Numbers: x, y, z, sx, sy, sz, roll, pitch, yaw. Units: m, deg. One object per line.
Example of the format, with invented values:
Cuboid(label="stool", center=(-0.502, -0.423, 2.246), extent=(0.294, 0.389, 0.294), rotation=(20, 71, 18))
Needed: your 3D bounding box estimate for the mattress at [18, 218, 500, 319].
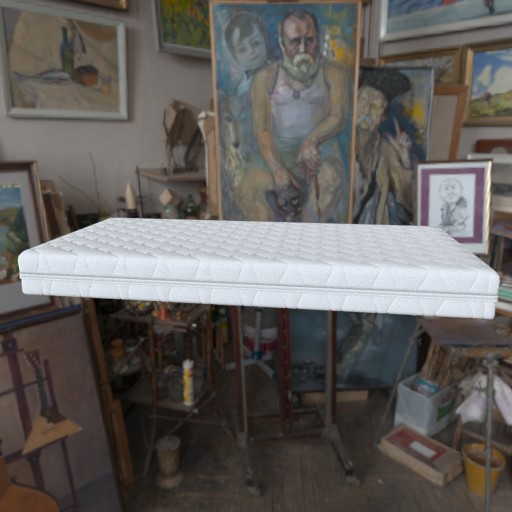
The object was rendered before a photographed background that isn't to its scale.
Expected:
Cuboid(label="mattress", center=(0.000, 0.000, 2.251), extent=(2.000, 0.200, 0.900), rotation=(2, 15, 8))
